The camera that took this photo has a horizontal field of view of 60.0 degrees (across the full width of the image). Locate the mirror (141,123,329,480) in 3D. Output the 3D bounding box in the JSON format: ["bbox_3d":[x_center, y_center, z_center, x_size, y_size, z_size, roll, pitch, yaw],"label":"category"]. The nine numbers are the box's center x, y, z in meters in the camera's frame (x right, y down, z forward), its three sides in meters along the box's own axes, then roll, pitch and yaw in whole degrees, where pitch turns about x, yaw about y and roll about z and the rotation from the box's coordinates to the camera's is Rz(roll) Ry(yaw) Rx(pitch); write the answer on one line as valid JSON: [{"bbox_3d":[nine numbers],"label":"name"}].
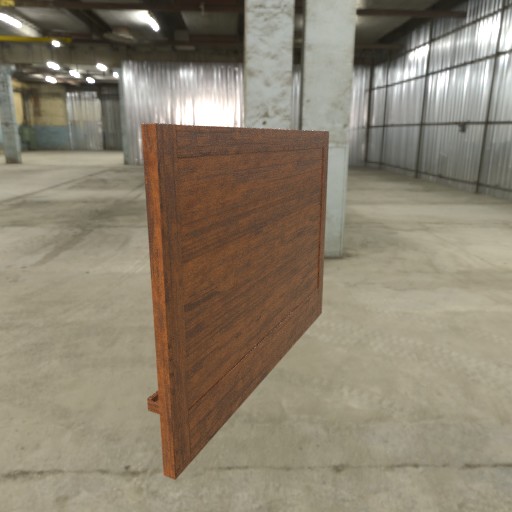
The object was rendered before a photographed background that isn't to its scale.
[{"bbox_3d":[0.000,0.000,0.972,0.084,0.537,0.758,7,16,25],"label":"mirror"}]
